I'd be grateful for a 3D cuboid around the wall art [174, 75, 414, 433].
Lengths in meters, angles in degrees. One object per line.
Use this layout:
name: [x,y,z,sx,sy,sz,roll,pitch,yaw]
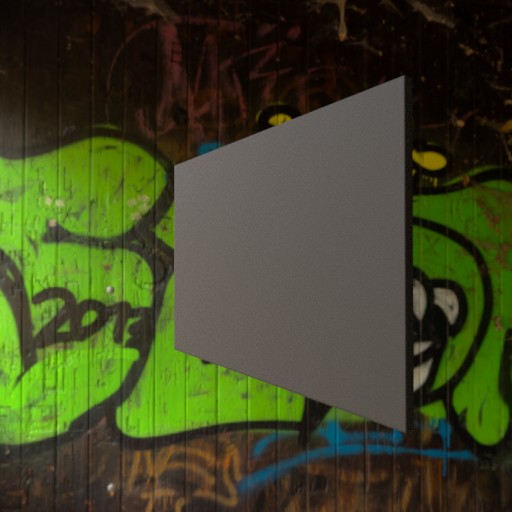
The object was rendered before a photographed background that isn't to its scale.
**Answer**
wall art: [0.000,0.000,1.205,0.026,0.656,0.958,1,-1,-36]
